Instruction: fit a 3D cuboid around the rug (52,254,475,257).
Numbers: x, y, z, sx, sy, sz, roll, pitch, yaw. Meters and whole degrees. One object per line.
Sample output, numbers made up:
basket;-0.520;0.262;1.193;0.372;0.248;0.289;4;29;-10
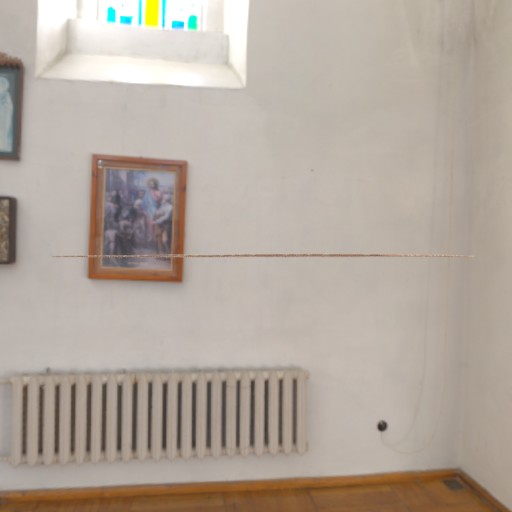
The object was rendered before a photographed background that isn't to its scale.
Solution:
rug;0.000;0.000;2.165;1.745;0.010;1.146;0;0;37
